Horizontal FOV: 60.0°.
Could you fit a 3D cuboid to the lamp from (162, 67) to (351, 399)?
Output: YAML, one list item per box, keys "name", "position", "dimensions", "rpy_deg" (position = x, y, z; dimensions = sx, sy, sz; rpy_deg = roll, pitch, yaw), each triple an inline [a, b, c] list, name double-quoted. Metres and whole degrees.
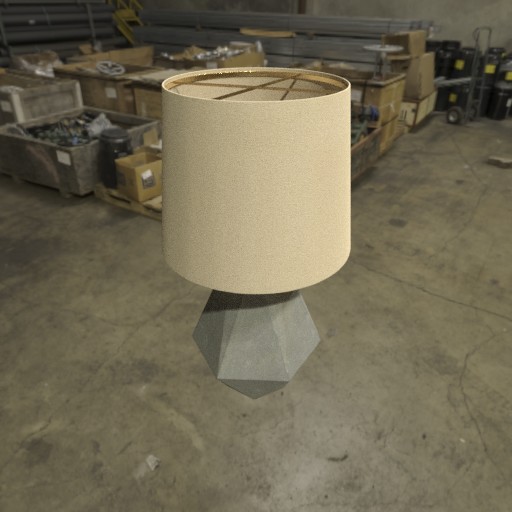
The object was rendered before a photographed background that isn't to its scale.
- name: "lamp"
  position: [0.000, 0.000, 0.674]
  dimensions: [0.276, 0.501, 0.276]
  rpy_deg: [0, 31, 0]
